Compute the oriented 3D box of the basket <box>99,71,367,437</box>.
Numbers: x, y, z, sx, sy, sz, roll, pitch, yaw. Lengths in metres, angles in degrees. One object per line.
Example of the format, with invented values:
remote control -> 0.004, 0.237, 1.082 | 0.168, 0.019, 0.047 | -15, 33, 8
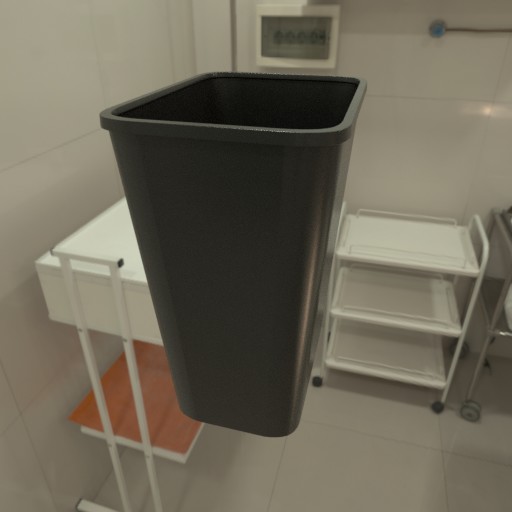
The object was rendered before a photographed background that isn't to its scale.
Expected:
basket -> 0.000, 0.000, 0.742 | 0.287, 0.521, 0.394 | 8, 31, 13
